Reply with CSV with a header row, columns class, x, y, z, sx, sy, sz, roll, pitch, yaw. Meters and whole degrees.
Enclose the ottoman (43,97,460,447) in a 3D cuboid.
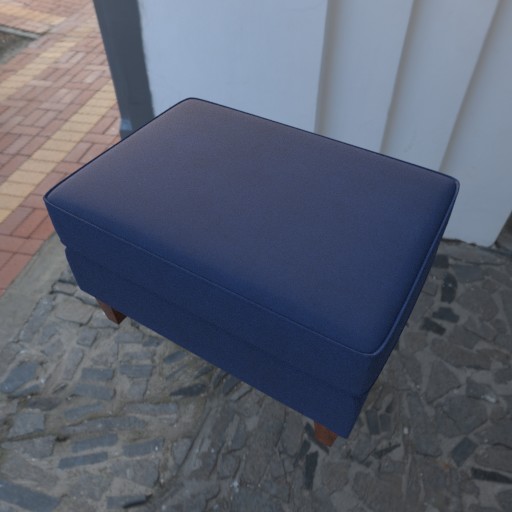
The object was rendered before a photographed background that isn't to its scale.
class,x,y,z,sx,sy,sz,roll,pitch,yaw
ottoman,0.000,0.000,1.379,0.965,0.584,0.686,24,51,21
